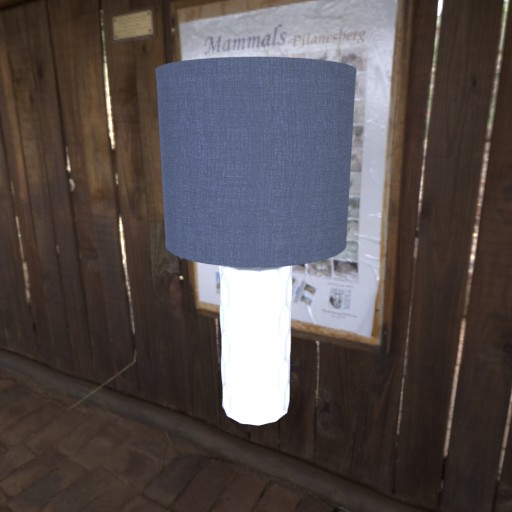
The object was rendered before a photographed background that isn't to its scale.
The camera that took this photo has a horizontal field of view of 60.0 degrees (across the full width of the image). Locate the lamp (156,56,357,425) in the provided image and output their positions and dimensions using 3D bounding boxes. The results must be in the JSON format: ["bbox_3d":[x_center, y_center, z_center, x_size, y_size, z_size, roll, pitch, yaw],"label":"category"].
[{"bbox_3d":[0.000,0.000,0.696,0.277,0.537,0.277,3,16,10],"label":"lamp"}]
